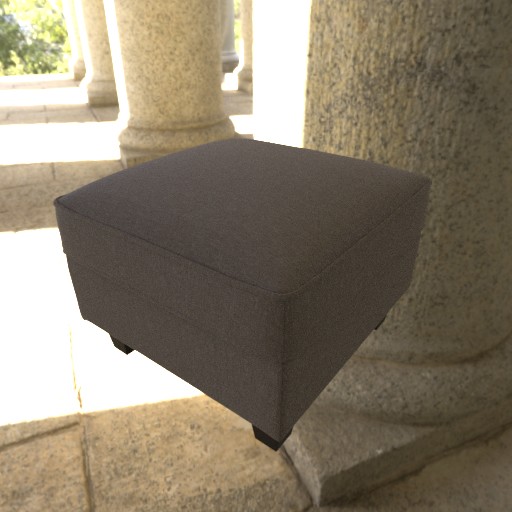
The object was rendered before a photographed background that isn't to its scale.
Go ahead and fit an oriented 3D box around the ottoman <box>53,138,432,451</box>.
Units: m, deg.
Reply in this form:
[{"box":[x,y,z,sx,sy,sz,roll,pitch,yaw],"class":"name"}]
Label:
[{"box":[0.000,0.000,1.402,0.808,0.612,0.871,20,35,32],"class":"ottoman"}]
